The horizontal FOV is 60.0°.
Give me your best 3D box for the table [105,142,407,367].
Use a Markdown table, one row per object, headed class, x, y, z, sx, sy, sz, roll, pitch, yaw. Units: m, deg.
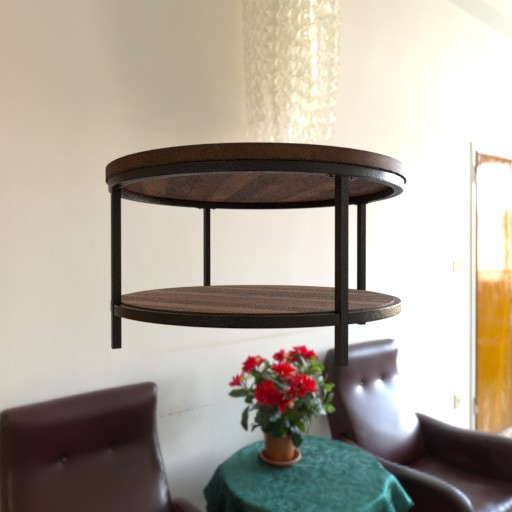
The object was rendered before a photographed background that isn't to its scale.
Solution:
| class | x | y | z | sx | sy | sz | roll | pitch | yaw |
| --- | --- | --- | --- | --- | --- | --- | --- | --- | --- |
| table | 0.000 | 0.000 | 1.303 | 0.837 | 0.462 | 0.837 | 0 | 1 | 0 |
